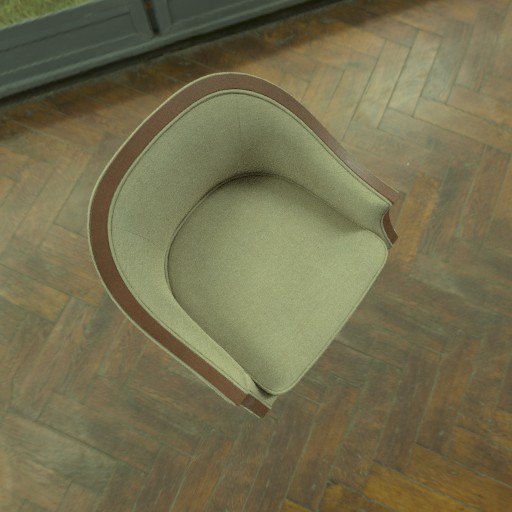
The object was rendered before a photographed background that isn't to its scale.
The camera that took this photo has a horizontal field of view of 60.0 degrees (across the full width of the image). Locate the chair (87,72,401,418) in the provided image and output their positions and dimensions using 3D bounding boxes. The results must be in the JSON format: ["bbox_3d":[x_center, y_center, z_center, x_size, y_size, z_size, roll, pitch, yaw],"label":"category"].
[{"bbox_3d":[0.000,0.000,1.453,0.735,0.876,0.803,38,78,9],"label":"chair"}]
